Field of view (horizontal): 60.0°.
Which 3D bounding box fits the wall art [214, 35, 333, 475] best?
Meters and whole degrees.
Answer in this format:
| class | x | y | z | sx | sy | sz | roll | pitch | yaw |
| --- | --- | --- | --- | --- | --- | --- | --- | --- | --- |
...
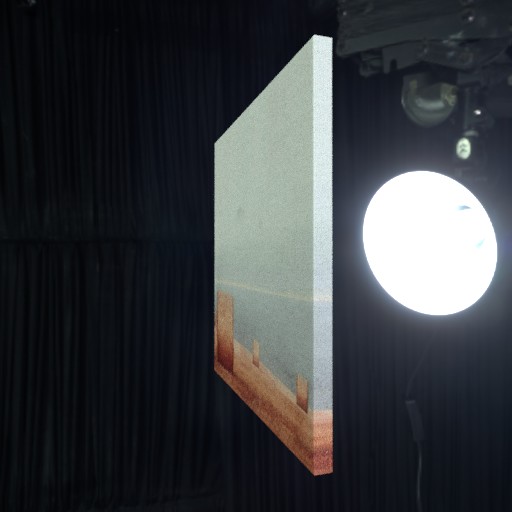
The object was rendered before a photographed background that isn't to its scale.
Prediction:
| class | x | y | z | sx | sy | sz | roll | pitch | yaw |
| --- | --- | --- | --- | --- | --- | --- | --- | --- | --- |
| wall art | 0.000 | 0.000 | 1.131 | 0.042 | 0.760 | 0.760 | 0 | 0 | -18 |
